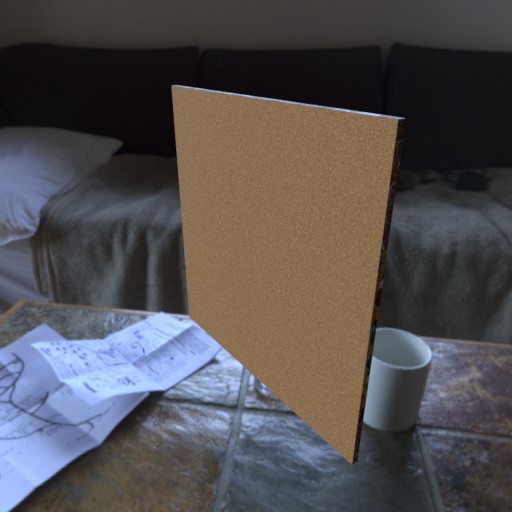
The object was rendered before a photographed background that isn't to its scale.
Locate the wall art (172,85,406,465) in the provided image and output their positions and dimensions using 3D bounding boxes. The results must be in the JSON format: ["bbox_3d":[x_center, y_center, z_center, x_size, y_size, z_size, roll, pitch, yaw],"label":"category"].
[{"bbox_3d":[0.000,0.000,0.600,0.010,0.406,0.404,-18,31,-33],"label":"wall art"}]
